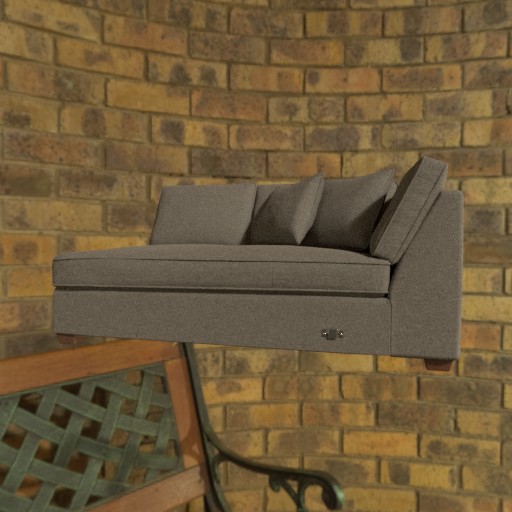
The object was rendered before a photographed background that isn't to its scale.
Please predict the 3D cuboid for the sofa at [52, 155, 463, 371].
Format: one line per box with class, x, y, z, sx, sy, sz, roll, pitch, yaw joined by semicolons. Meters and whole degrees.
sofa;0.000;0.000;2.774;2.237;1.033;1.110;0;1;17
